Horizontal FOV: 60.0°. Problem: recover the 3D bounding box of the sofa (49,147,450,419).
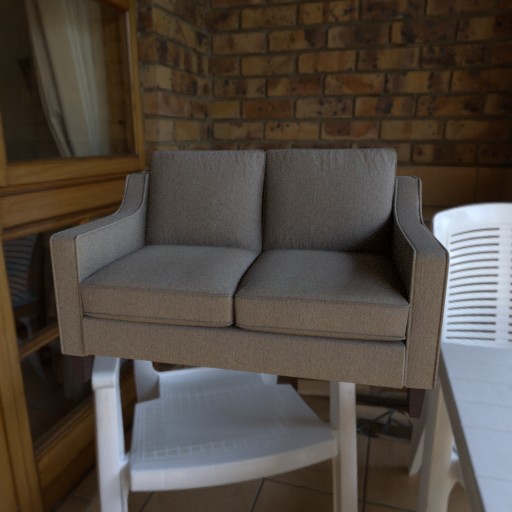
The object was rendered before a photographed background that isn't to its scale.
[{"bbox_3d":[0.000,0.000,2.080,1.503,0.981,0.985,3,15,10],"label":"sofa"}]
